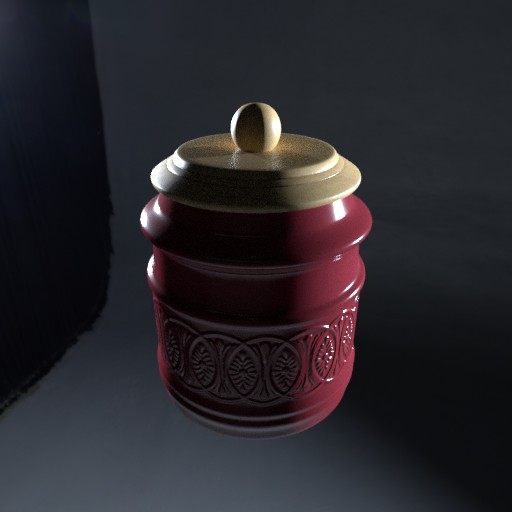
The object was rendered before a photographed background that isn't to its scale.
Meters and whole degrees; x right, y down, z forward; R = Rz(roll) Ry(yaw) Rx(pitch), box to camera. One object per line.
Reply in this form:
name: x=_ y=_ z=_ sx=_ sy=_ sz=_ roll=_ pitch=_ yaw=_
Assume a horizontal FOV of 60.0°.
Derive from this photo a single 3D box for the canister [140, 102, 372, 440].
canister: x=0.000 y=0.000 z=0.268 sx=0.130 sy=0.176 sz=0.130 roll=0 pitch=28 yaw=0
